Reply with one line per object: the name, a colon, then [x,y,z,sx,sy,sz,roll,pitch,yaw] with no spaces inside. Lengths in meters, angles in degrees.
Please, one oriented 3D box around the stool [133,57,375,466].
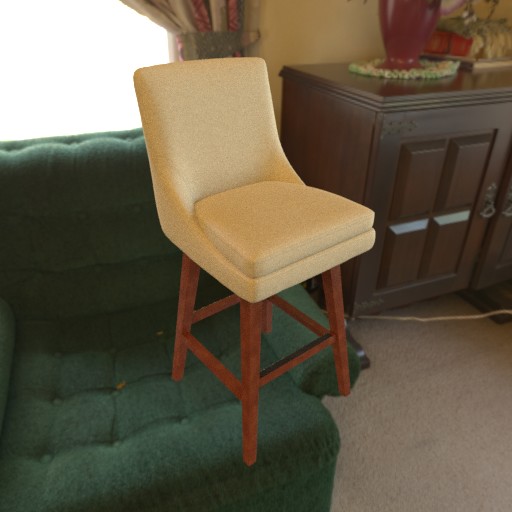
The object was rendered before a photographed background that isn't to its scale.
stool: [0.000,0.000,1.393,0.470,1.092,0.559,-22,36,-33]
